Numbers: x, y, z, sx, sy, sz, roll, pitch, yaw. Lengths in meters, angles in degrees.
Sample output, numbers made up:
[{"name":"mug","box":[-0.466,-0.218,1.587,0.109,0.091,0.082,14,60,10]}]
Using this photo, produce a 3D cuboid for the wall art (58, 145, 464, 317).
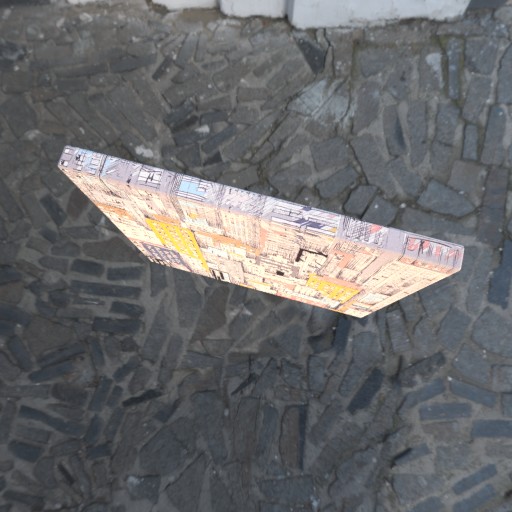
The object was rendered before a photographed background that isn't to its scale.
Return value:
[{"name":"wall art","box":[0.000,0.000,1.176,0.761,0.762,0.048,15,76,4]}]
